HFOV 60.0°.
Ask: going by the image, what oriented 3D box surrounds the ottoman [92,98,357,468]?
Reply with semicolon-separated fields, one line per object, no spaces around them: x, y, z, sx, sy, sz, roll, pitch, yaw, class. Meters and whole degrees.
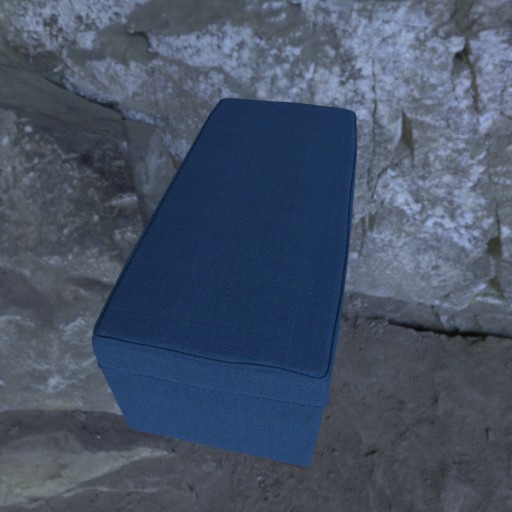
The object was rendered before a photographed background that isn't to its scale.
0.000;0.000;1.219;0.474;0.474;0.943;9;46;8;ottoman
